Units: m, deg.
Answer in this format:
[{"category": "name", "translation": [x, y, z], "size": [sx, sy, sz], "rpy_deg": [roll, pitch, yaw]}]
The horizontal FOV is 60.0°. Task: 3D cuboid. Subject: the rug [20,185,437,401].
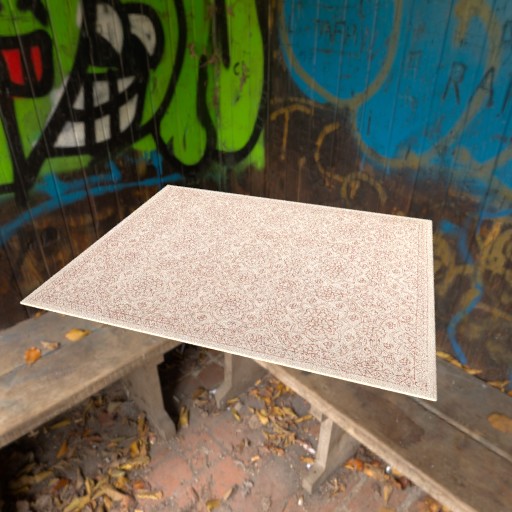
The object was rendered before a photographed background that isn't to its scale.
[{"category": "rug", "translation": [0.000, 0.000, 4.012], "size": [3.050, 0.015, 2.441], "rpy_deg": [10, 33, 15]}]
